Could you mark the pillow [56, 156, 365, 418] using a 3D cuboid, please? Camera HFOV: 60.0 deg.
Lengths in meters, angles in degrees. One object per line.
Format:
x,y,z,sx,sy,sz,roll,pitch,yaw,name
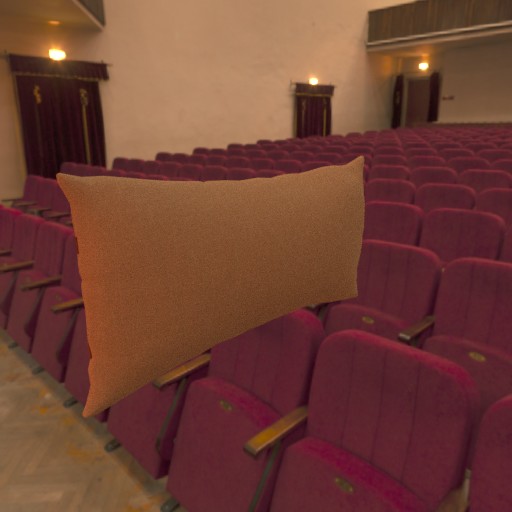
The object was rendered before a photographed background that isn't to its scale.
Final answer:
0.000,0.000,0.725,0.612,0.308,0.148,-15,22,-42,pillow
